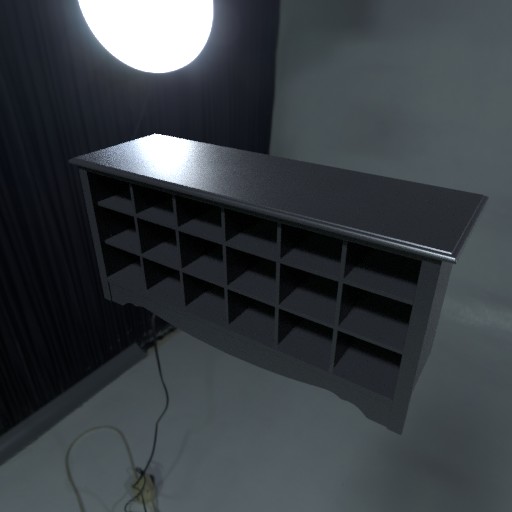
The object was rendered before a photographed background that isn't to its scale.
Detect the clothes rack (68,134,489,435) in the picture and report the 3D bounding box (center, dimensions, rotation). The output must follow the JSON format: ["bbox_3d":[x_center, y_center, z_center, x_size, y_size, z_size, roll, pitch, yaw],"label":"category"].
[{"bbox_3d":[0.000,0.000,1.452,1.219,0.556,0.406,18,34,29],"label":"clothes rack"}]
